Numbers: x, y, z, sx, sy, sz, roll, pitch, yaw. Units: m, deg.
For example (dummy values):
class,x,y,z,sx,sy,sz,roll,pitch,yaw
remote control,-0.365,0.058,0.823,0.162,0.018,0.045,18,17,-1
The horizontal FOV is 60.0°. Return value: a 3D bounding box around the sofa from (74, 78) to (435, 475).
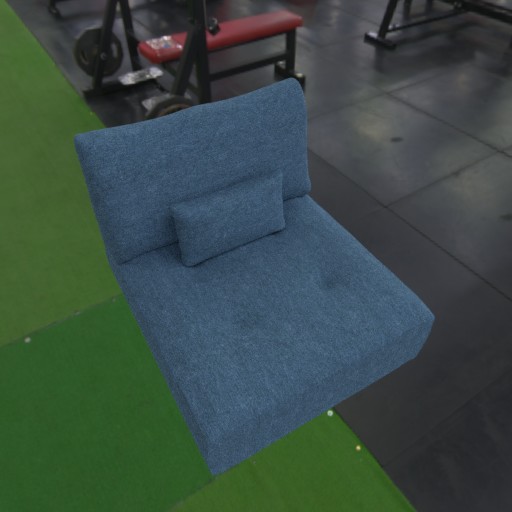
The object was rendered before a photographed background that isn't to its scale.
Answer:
class,x,y,z,sx,sy,sz,roll,pitch,yaw
sofa,0.000,0.000,1.649,0.930,0.820,1.000,-23,50,-21
